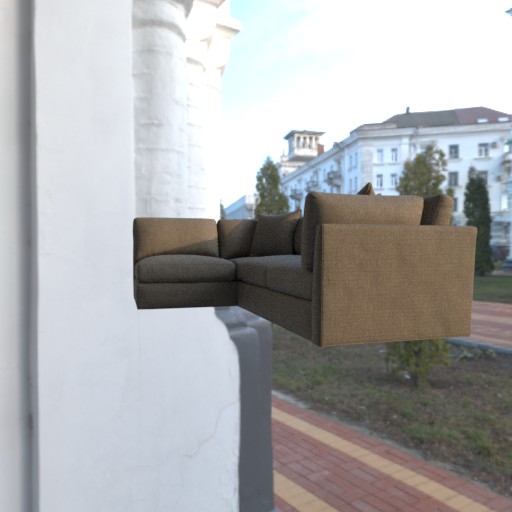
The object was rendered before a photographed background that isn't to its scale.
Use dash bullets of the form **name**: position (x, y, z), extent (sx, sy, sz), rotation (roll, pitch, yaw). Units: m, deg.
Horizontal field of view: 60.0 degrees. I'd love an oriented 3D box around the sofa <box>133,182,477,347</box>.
- **sofa**: position (0.000, 0.000, 3.838), extent (1.994, 0.978, 2.896), rotation (0, 1, -17)
